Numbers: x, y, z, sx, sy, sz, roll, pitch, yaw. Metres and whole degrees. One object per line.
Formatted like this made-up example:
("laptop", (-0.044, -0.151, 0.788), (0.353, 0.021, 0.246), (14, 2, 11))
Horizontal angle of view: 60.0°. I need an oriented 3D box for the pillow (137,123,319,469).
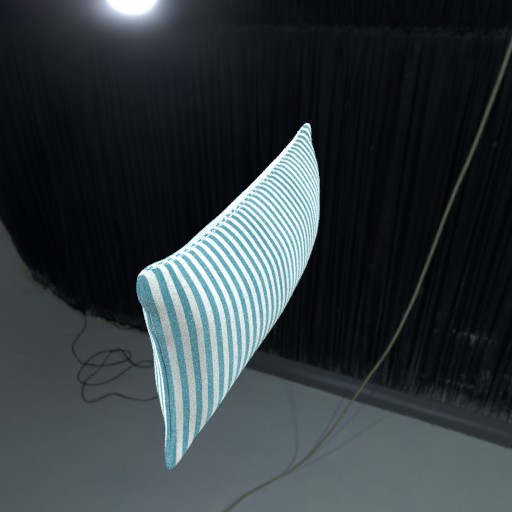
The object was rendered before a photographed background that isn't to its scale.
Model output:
("pillow", (0.000, 0.000, 0.734), (0.151, 0.295, 0.617), (11, 32, 18))
